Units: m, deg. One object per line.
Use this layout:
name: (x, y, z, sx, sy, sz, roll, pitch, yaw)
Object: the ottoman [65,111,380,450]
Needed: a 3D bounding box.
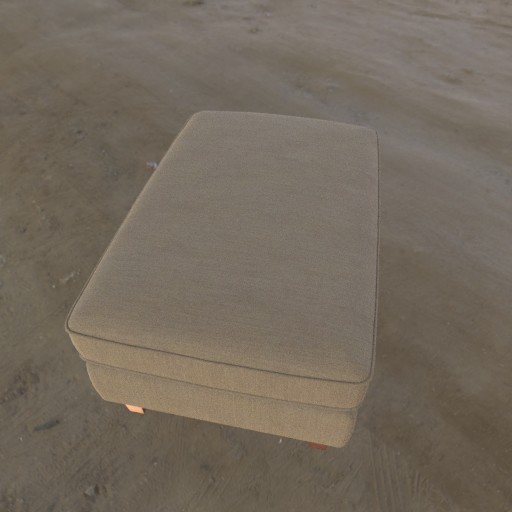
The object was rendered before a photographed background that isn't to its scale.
ottoman: (0.000, 0.000, 1.287, 0.636, 0.480, 0.941, 8, 46, 8)
